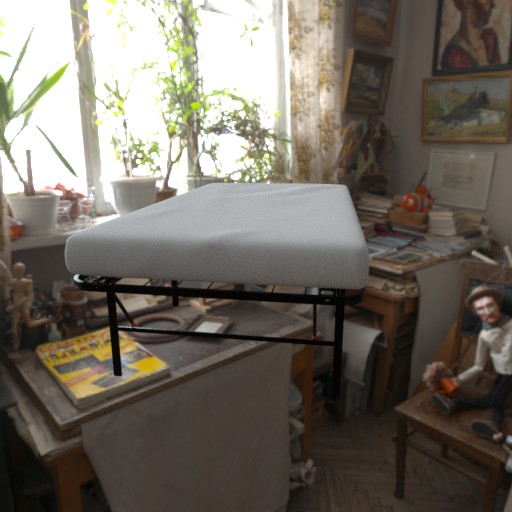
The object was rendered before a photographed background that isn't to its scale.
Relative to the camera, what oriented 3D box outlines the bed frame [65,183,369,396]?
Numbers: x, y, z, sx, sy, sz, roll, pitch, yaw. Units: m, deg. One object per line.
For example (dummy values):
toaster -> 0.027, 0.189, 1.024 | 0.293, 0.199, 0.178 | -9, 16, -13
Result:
bed frame -> 0.000, 0.000, 2.321 | 0.989, 0.619, 1.903 | 2, 15, 9
